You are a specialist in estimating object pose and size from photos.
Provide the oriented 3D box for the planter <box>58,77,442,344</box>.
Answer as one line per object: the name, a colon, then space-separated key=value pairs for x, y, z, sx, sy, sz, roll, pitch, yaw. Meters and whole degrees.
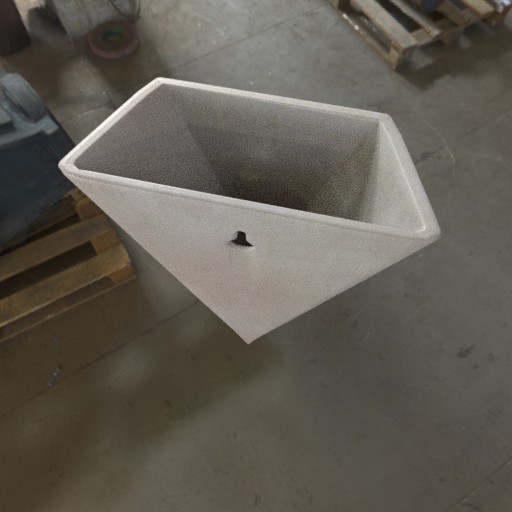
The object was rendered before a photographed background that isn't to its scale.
planter: x=0.000 y=0.000 z=0.267 sx=0.150 sy=0.197 sz=0.060 roll=11 pitch=64 yaw=6
